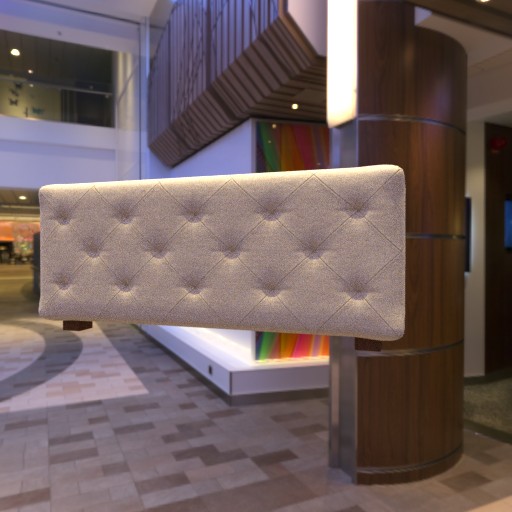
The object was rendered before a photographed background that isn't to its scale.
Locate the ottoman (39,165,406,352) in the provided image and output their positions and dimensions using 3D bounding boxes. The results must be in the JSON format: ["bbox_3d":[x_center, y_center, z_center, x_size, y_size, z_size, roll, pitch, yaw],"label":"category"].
[{"bbox_3d":[0.000,0.000,1.620,1.028,0.439,1.028,0,1,18],"label":"ottoman"}]
